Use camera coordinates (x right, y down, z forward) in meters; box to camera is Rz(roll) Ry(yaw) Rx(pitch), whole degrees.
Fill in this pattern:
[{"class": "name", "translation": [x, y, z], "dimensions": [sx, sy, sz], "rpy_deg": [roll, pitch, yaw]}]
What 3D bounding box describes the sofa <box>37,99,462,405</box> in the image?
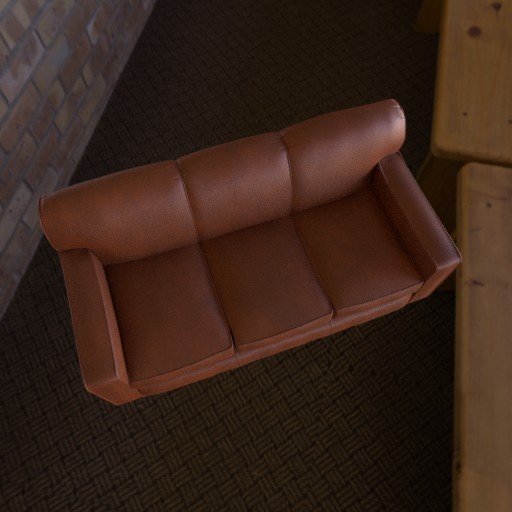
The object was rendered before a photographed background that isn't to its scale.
[{"class": "sofa", "translation": [0.000, 0.000, 2.528], "dimensions": [2.039, 0.953, 1.008], "rpy_deg": [-18, 65, -8]}]
